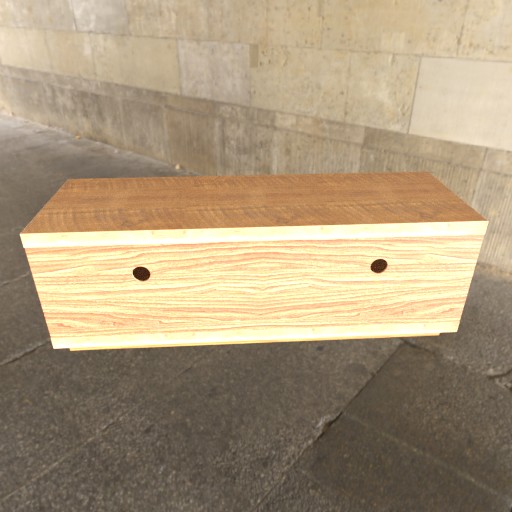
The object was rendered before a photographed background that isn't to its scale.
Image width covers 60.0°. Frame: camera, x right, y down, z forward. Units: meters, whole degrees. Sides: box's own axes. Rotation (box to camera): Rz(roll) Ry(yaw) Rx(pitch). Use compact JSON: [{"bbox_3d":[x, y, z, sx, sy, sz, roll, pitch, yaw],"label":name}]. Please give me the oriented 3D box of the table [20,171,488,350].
[{"bbox_3d":[0.000,0.000,1.749,1.499,0.491,0.499,-2,30,-3],"label":"table"}]
